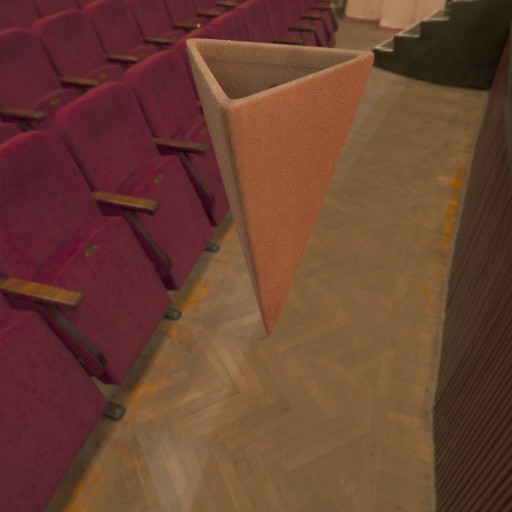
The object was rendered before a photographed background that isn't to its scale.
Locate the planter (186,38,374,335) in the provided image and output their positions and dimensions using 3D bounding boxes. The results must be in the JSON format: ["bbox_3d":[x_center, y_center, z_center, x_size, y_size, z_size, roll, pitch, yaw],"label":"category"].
[{"bbox_3d":[0.000,0.000,0.273,0.101,0.224,0.081,11,40,13],"label":"planter"}]
